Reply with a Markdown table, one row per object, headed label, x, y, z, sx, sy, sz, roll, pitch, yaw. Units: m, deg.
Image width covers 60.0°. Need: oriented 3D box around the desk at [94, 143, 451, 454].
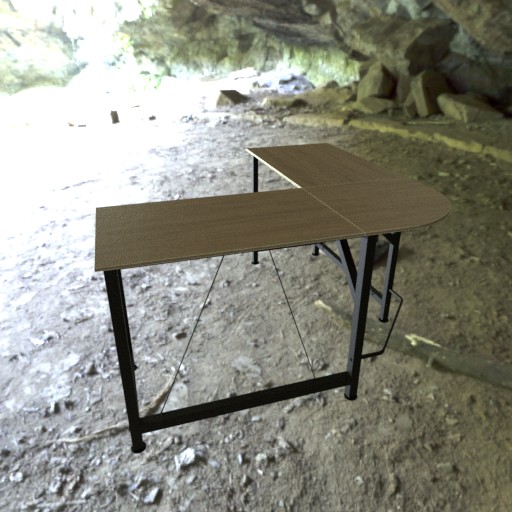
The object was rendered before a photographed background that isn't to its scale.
| label | x | y | z | sx | sy | sz | roll | pitch | yaw |
| --- | --- | --- | --- | --- | --- | --- | --- | --- | --- |
| desk | 0.000 | 0.000 | 2.201 | 1.400 | 0.762 | 1.400 | -8 | 27 | -16 |
